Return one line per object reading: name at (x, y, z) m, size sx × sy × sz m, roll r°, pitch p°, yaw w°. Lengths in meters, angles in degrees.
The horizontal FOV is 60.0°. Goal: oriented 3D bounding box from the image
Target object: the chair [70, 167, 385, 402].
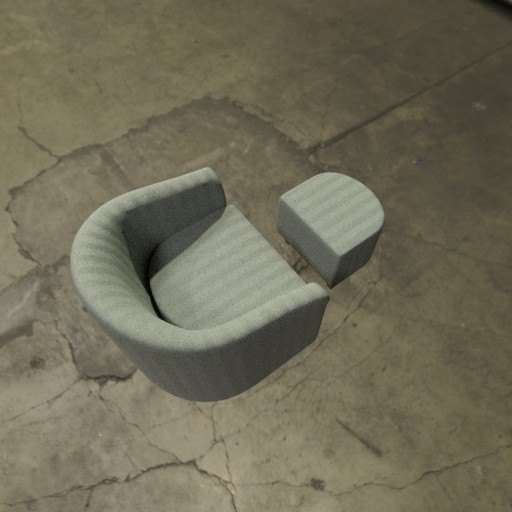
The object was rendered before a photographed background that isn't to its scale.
chair at (0.000, 0.000, 1.810) m, size 1.288 × 0.757 × 0.756 m, roll -32°, pitch 63°, yaw -19°
